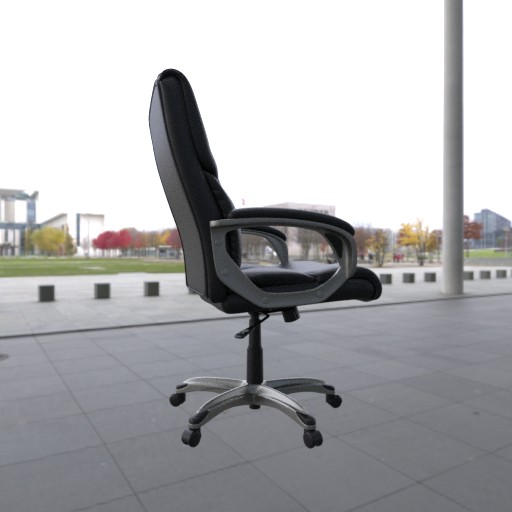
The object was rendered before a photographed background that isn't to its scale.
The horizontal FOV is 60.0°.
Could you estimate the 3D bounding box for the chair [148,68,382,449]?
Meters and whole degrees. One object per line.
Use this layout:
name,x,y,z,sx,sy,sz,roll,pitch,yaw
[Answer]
chair,0.000,0.000,1.603,0.739,1.155,0.663,0,0,-17
